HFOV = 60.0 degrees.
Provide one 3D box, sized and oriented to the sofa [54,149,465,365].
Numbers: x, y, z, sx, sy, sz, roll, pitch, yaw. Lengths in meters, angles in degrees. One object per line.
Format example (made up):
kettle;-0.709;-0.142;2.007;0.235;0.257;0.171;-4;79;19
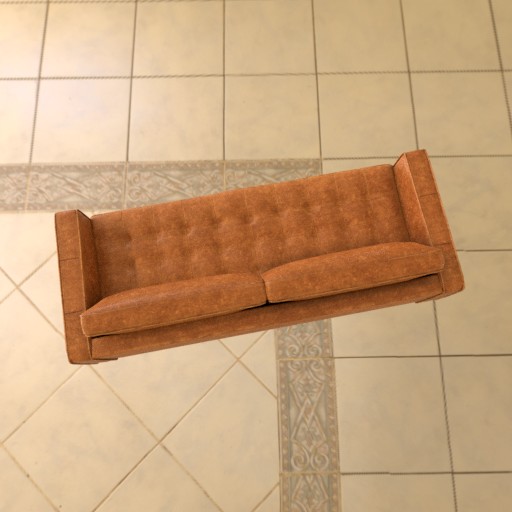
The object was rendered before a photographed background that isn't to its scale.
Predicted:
sofa;0.000;0.000;2.641;2.199;0.779;0.886;-10;77;-2
